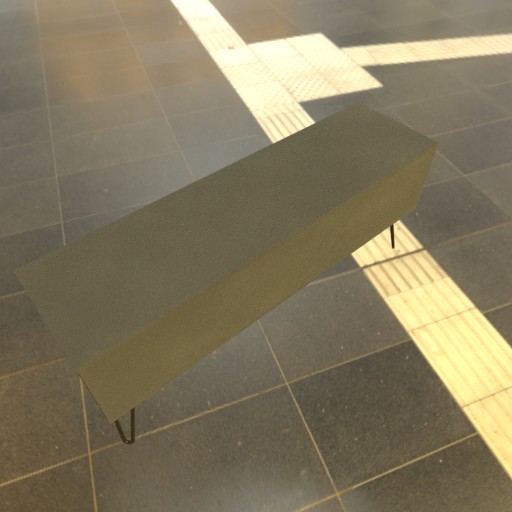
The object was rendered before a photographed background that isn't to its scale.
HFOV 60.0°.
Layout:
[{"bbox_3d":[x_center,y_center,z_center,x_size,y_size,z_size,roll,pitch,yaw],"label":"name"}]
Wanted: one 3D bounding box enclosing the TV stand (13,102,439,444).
[{"bbox_3d":[0.000,0.000,1.609,1.400,0.560,0.400,-32,55,-26],"label":"TV stand"}]
